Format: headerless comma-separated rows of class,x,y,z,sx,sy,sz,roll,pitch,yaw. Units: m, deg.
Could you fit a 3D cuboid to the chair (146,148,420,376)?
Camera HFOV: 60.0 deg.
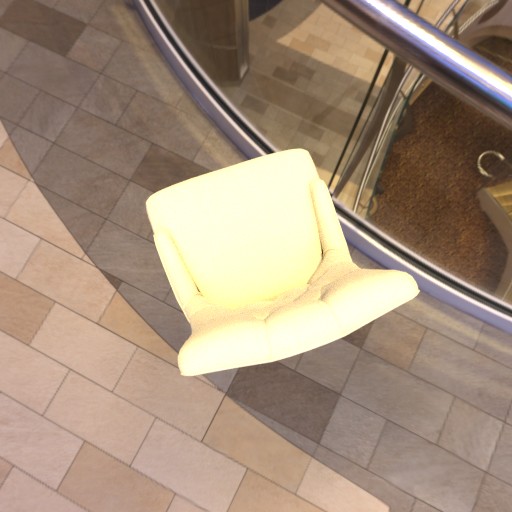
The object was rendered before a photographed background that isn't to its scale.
chair,0.000,0.000,1.229,0.509,0.874,0.565,-18,77,-4
